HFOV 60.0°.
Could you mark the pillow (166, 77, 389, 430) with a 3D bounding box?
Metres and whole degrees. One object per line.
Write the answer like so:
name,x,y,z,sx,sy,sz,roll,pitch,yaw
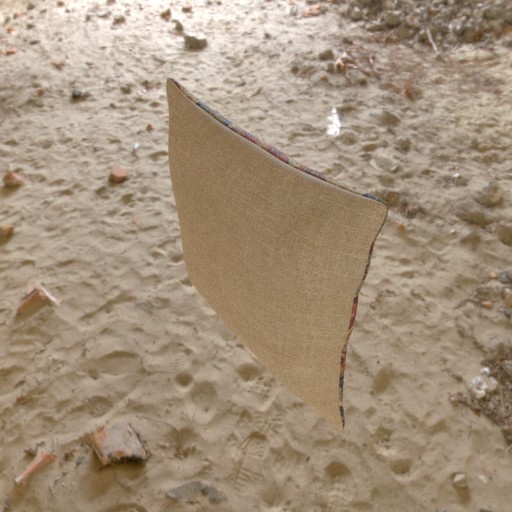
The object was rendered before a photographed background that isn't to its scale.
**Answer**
pillow,0.000,0.000,0.817,0.166,0.506,0.523,-26,47,-27
